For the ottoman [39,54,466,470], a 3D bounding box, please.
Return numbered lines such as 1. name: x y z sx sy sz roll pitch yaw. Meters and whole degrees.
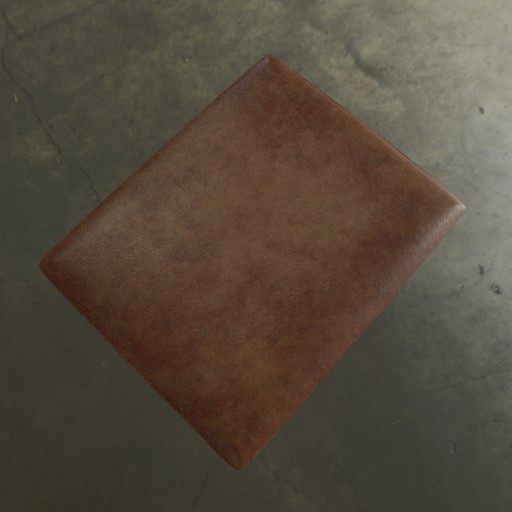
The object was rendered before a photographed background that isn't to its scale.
1. ottoman: 0.000 0.000 1.780 0.965 0.667 1.186 42 78 11
